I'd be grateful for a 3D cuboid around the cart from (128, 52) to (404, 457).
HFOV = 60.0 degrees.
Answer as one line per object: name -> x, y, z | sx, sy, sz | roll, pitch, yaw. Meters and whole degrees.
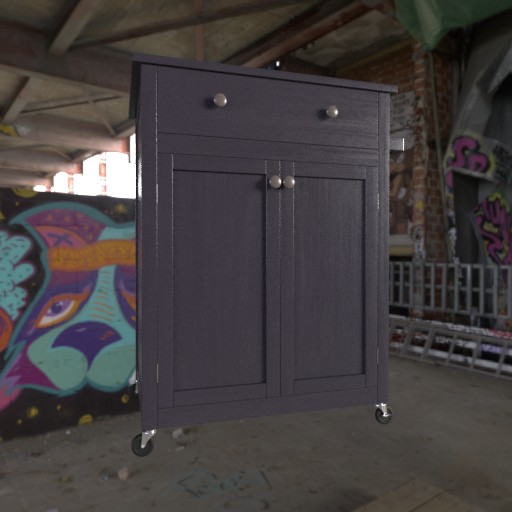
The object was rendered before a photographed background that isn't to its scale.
cart -> 0.000, 0.000, 1.256 | 0.690, 0.878, 0.449 | 0, 1, -17
